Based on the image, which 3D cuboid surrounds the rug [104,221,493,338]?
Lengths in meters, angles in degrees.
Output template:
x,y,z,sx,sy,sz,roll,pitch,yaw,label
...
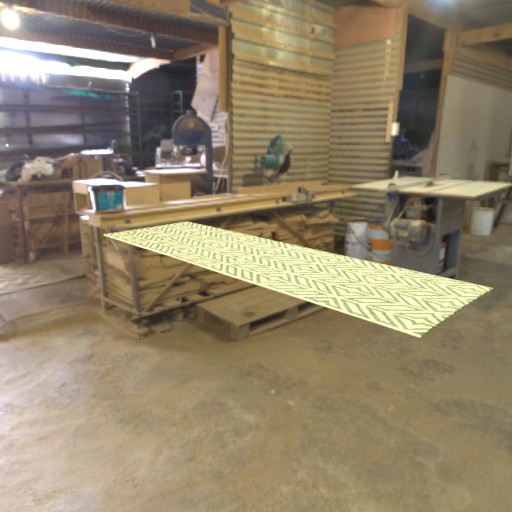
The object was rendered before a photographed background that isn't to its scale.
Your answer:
x,y,z,sx,sy,sz,roll,pitch,yaw,label
0.000,0.000,2.675,0.750,0.009,2.435,-14,21,-43,rug
